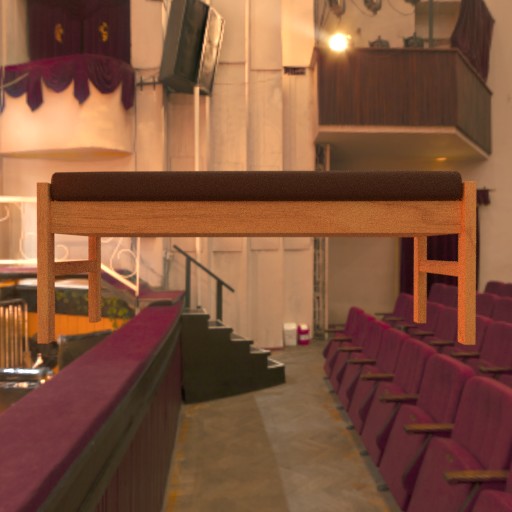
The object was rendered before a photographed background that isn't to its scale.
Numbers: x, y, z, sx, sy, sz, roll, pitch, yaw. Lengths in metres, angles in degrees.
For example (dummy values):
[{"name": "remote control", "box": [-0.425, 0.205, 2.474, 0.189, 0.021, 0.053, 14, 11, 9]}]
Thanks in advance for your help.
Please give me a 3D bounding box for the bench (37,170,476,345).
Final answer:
[{"name": "bench", "box": [0.000, 0.000, 1.413, 1.200, 0.480, 0.405, 0, 1, 1]}]
